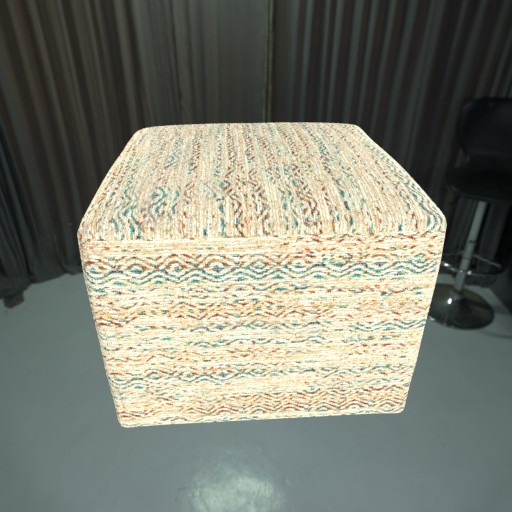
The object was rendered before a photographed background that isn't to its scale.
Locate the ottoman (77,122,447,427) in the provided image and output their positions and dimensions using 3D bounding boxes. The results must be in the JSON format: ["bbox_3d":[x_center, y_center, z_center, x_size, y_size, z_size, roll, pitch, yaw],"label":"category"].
[{"bbox_3d":[0.000,0.000,0.902,0.521,0.453,0.512,-2,31,-3],"label":"ottoman"}]
